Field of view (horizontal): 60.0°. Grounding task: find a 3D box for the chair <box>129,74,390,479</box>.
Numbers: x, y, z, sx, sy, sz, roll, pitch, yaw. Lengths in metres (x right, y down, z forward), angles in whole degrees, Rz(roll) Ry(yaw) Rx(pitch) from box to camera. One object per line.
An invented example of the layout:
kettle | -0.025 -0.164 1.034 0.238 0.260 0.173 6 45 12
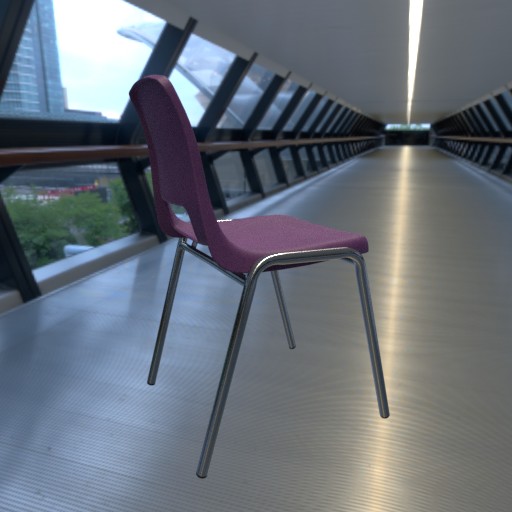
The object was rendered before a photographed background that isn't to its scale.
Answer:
chair | 0.000 0.000 0.902 0.432 0.654 0.381 -7 16 -26
